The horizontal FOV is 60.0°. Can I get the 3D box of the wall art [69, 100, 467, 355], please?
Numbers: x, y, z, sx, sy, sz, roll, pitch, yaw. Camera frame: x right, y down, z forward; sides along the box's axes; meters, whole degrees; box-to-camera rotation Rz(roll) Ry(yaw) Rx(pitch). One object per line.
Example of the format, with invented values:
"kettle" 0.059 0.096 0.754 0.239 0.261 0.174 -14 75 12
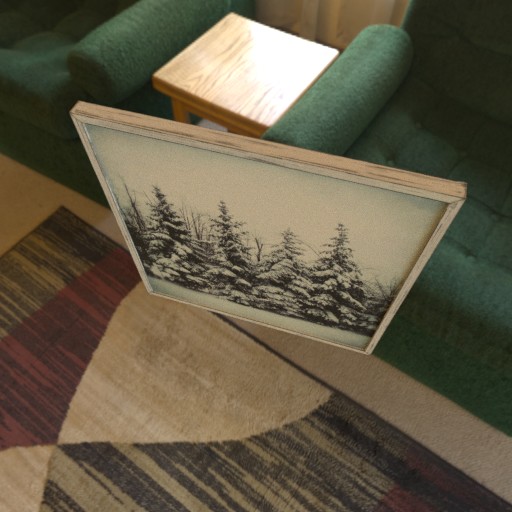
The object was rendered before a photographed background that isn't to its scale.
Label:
"wall art" 0.000 0.000 1.145 0.761 0.761 0.037 14 58 9
